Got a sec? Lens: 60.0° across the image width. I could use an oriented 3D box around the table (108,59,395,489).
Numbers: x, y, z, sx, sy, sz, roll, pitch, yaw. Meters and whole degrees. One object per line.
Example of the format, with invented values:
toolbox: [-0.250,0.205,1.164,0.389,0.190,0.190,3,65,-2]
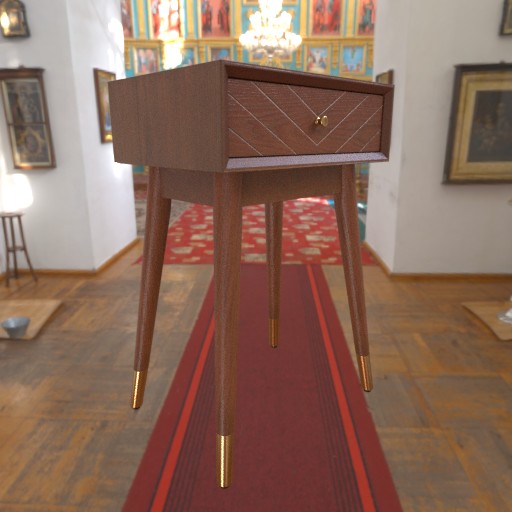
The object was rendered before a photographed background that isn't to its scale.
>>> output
table: [0.000,0.000,0.819,0.406,0.599,0.300,-14,20,-41]
